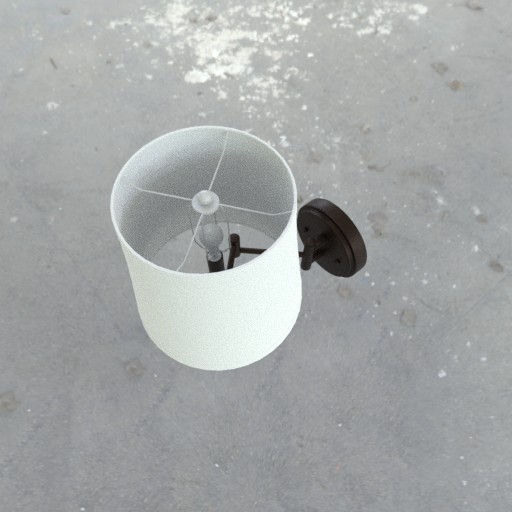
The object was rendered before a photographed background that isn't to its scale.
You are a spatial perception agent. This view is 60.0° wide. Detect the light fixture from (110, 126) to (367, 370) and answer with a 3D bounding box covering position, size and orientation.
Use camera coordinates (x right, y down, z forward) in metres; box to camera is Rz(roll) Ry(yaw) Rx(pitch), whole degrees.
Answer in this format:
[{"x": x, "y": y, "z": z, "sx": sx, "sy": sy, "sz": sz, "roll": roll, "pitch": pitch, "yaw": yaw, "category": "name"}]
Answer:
[{"x": 0.000, "y": 0.000, "z": 0.272, "sx": 0.157, "sy": 0.172, "sz": 0.100, "roll": -34, "pitch": 66, "yaw": -17, "category": "light fixture"}]
